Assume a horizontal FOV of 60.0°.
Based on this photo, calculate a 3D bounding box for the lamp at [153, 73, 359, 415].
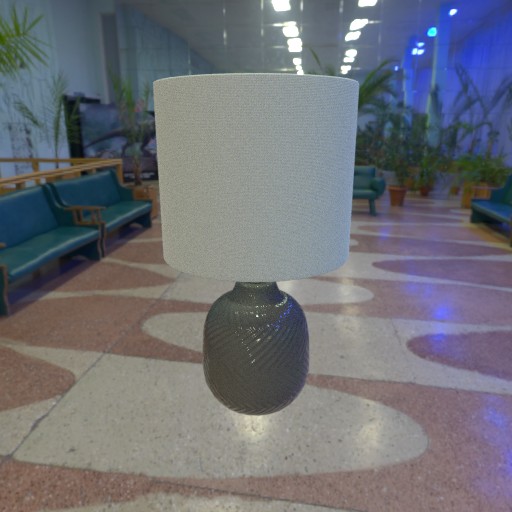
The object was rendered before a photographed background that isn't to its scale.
[{"bbox_3d":[0.000,0.000,0.506,0.207,0.366,0.207,3,17,10],"label":"lamp"}]
